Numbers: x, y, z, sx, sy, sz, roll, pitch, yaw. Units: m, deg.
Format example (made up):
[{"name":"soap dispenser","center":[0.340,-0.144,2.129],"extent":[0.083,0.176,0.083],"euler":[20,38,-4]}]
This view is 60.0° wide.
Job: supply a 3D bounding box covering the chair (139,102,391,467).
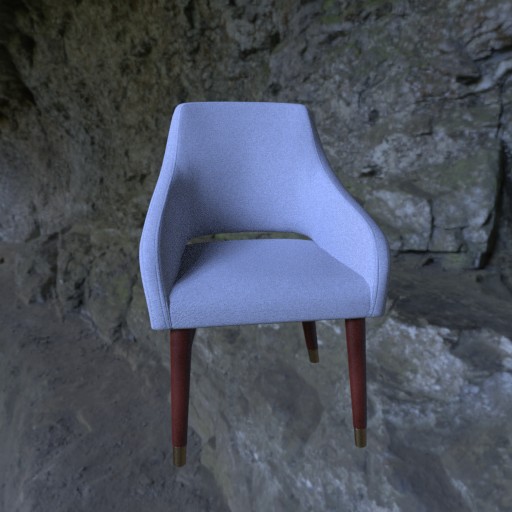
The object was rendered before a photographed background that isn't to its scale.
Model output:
[{"name":"chair","center":[0.000,0.000,1.287],"extent":[0.609,0.889,0.600],"euler":[-2,15,-8]}]
